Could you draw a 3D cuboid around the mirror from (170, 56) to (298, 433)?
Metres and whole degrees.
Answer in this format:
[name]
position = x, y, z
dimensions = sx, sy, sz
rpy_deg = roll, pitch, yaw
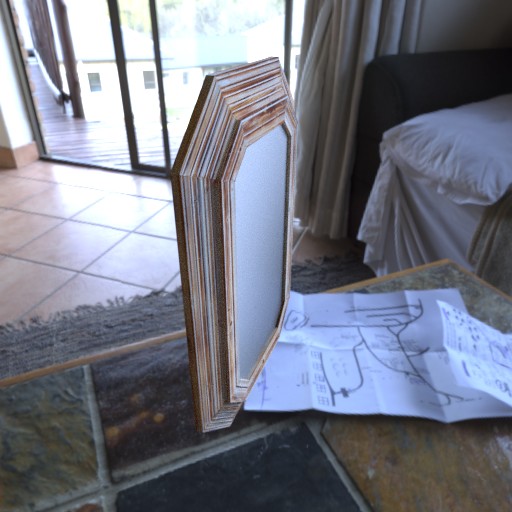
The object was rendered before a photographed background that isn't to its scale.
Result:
[mirror]
position = 0.000, 0.000, 1.272
dimensions = 0.061, 1.015, 0.709
rpy_deg = 11, 32, 19
